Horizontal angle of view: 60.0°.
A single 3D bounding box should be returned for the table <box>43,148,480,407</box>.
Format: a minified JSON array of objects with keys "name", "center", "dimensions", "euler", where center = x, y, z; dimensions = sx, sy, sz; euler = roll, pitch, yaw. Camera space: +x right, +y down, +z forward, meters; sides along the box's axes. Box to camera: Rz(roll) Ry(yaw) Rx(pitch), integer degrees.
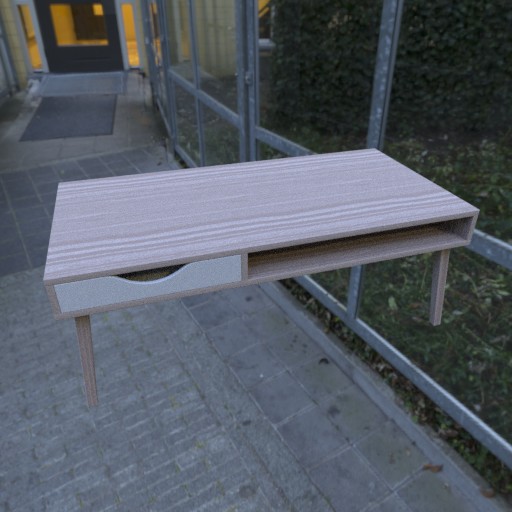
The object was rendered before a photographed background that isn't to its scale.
[{"name":"table","center":[0.000,0.000,1.517],"dimensions":[1.200,0.450,0.600],"euler":[-9,33,-15]}]
